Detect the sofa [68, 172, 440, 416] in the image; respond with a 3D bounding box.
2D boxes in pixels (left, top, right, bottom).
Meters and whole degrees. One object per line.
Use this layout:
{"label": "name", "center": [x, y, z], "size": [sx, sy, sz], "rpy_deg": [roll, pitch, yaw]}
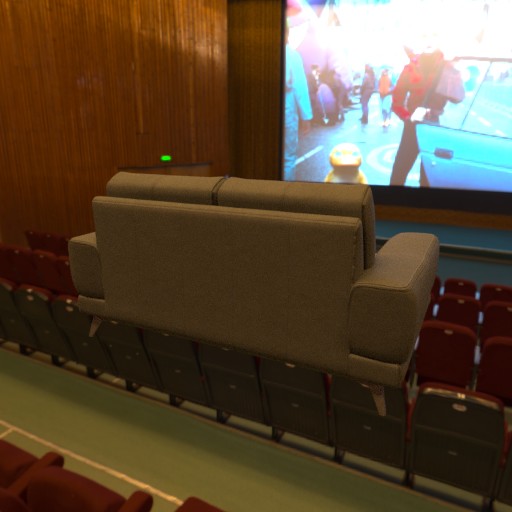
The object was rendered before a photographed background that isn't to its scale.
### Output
{"label": "sofa", "center": [0.000, 0.000, 2.424], "size": [1.806, 0.907, 1.018], "rpy_deg": [8, 17, 25]}
